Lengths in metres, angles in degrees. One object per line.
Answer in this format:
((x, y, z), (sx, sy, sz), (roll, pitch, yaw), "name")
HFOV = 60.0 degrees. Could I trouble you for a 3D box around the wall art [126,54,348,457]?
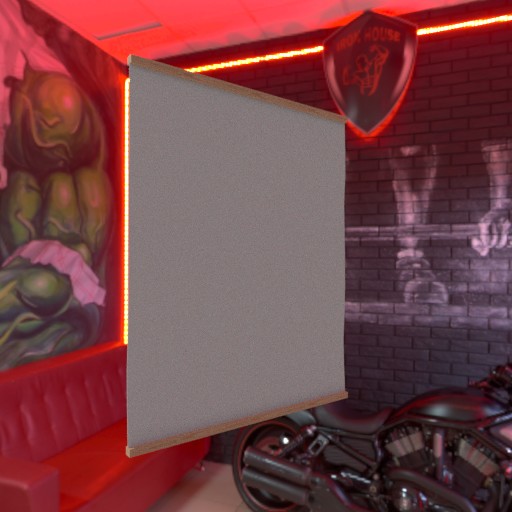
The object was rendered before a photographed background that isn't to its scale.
((0.000, 0.000, 0.685), (0.406, 0.508, 0.013), (1, -1, -37), "wall art")
